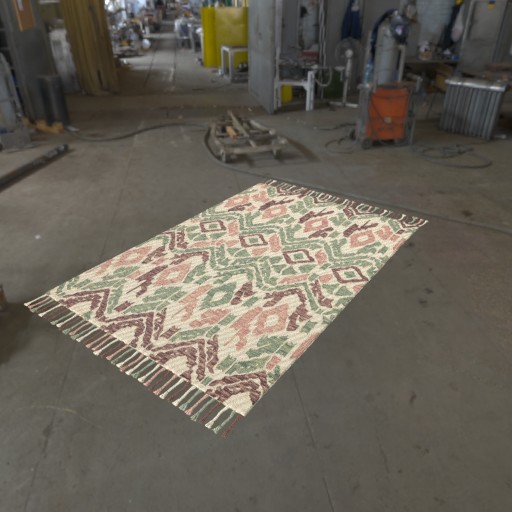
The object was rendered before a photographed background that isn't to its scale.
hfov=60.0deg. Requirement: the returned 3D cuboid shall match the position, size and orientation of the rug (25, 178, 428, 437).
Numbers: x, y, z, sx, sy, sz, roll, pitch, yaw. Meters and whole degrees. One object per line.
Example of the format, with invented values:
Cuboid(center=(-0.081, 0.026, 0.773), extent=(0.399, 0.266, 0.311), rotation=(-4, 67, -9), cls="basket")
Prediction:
Cuboid(center=(0.000, 0.000, 2.965), extent=(1.524, 0.011, 2.438), rotation=(21, 37, 31), cls="rug")
